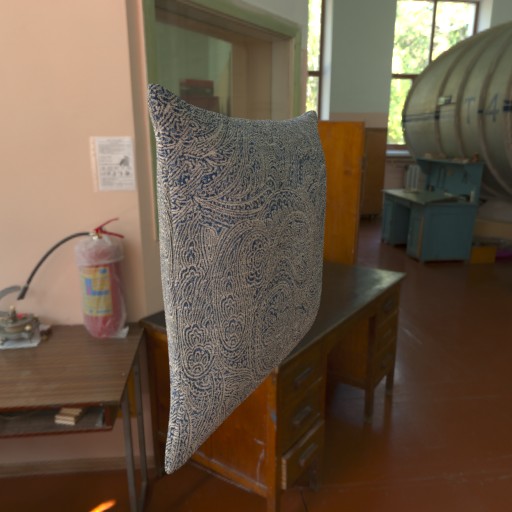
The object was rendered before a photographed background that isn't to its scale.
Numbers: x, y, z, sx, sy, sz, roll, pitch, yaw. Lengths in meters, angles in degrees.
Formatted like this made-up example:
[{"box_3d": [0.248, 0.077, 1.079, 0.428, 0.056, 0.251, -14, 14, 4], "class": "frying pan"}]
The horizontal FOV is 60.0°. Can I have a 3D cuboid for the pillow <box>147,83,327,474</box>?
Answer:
[{"box_3d": [0.000, 0.000, 0.771, 0.166, 0.510, 0.523, 8, 16, 26], "class": "pillow"}]
